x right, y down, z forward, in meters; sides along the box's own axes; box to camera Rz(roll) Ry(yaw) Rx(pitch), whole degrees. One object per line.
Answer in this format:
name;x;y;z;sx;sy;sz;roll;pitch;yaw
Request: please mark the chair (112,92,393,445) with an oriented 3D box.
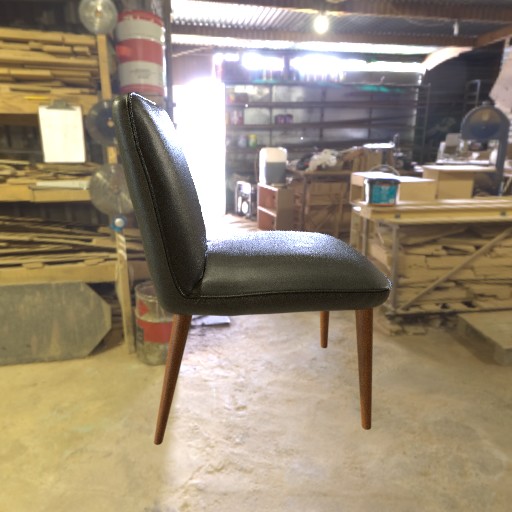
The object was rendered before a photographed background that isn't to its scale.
chair;0.000;0.000;1.204;0.645;0.801;0.543;-3;16;-10
